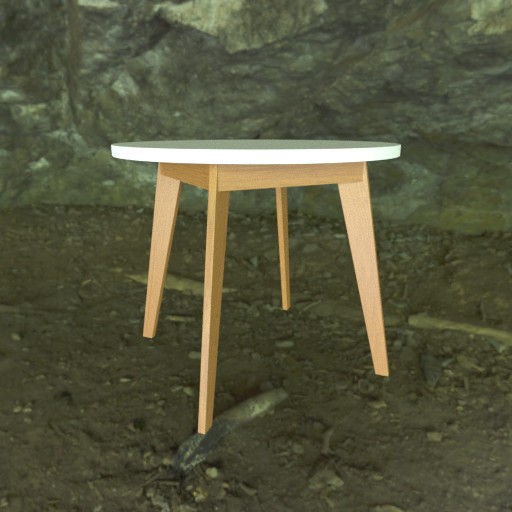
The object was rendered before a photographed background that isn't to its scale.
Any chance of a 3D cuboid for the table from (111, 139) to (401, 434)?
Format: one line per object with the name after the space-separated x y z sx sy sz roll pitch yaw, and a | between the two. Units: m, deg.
0.000 0.000 1.542 0.896 0.762 0.896 0 16 0 | table
